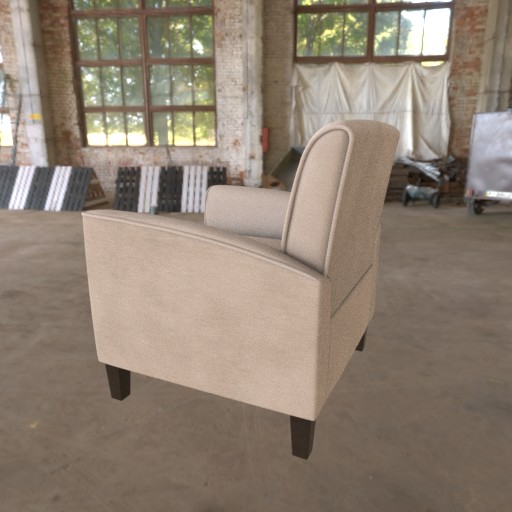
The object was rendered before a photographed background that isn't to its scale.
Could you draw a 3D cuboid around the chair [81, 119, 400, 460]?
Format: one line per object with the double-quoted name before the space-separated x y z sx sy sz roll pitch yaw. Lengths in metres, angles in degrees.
"chair" 0.000 0.000 1.576 0.821 0.915 0.820 7 17 24
